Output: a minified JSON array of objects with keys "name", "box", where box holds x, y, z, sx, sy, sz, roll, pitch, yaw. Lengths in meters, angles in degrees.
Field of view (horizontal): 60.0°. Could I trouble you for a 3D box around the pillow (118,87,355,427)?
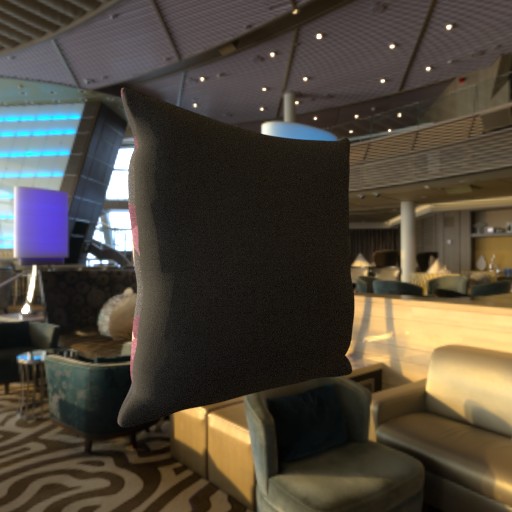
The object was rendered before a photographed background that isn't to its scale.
[{"name":"pillow","box":[0.000,0.000,0.790,0.503,0.496,0.208,0,-1,-38]}]
